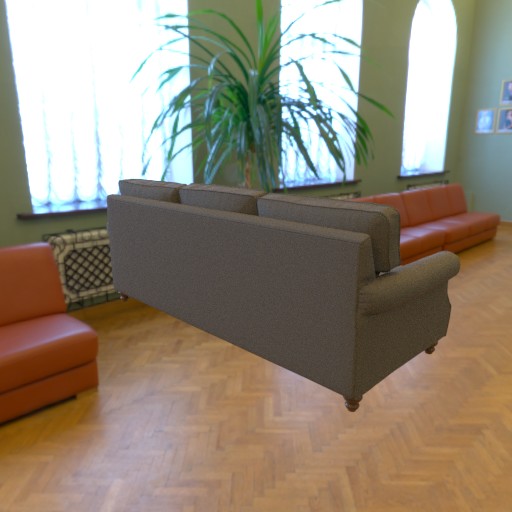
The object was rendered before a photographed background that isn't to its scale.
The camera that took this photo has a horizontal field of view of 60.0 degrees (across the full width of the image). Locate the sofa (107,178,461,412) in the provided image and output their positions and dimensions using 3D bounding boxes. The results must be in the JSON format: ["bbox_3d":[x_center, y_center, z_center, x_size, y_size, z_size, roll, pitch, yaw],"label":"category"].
[{"bbox_3d":[0.000,0.000,2.893,2.353,0.948,0.966,14,20,43],"label":"sofa"}]
